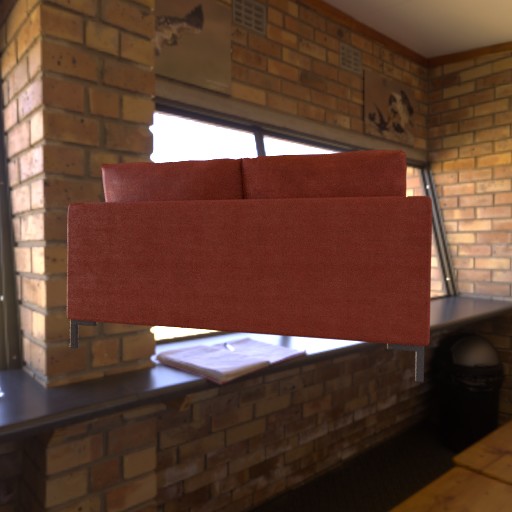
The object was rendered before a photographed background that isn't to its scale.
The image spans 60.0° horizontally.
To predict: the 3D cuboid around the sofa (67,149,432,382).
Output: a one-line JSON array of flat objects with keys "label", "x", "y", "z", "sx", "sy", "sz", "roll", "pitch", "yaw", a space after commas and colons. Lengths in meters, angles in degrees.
[{"label": "sofa", "x": 0.000, "y": 0.000, "z": 2.198, "sx": 1.574, "sy": 0.896, "sz": 0.864, "roll": 0, "pitch": 1, "yaw": 17}]
